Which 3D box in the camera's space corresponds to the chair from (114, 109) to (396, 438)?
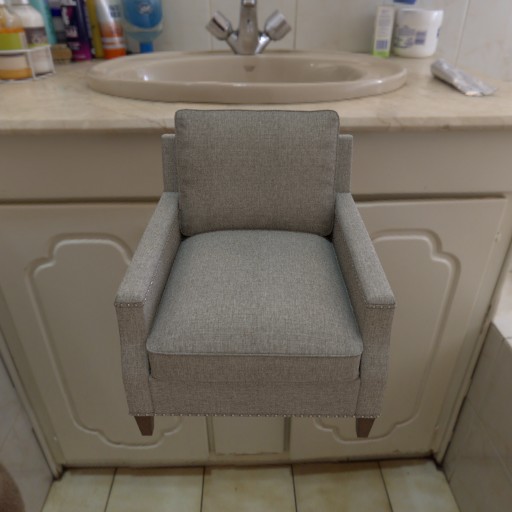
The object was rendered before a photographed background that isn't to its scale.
[{"bbox_3d":[0.000,0.000,1.717,0.853,0.943,1.014,0,31,1],"label":"chair"}]
